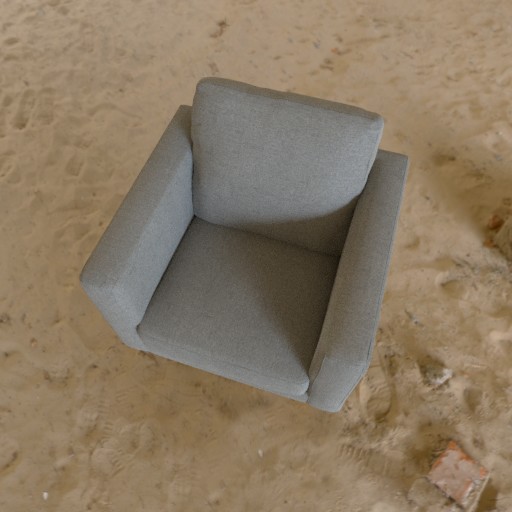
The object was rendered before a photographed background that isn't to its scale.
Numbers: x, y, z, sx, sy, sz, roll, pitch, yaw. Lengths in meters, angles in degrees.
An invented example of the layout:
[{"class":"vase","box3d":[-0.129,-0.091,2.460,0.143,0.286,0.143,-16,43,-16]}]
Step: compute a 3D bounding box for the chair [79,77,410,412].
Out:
[{"class":"chair","box3d":[0.000,0.000,1.567,0.855,0.927,0.800,16,60,9]}]
